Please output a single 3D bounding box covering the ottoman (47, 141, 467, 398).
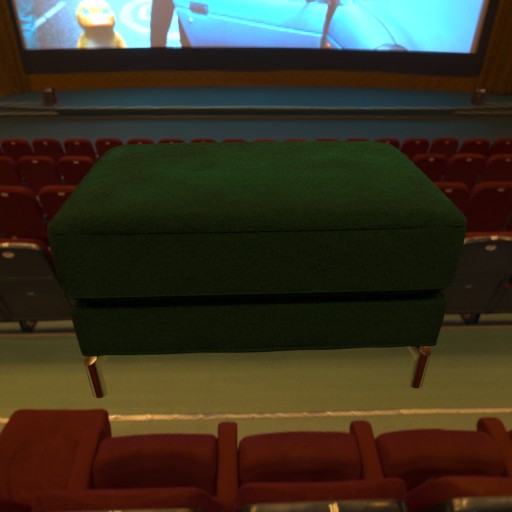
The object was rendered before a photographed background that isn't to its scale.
[{"bbox_3d":[0.000,0.000,1.231,0.886,0.533,0.536,-1,32,-2],"label":"ottoman"}]
